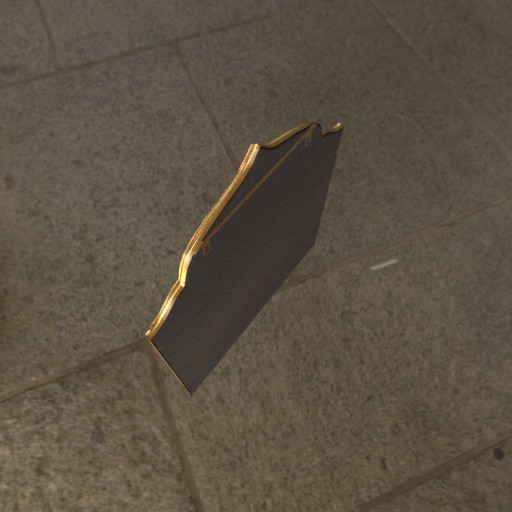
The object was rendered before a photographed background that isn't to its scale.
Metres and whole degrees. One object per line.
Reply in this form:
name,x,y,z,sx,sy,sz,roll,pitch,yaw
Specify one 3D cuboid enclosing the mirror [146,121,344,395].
mirror,0.000,0.000,0.849,0.018,0.635,0.513,35,68,16
